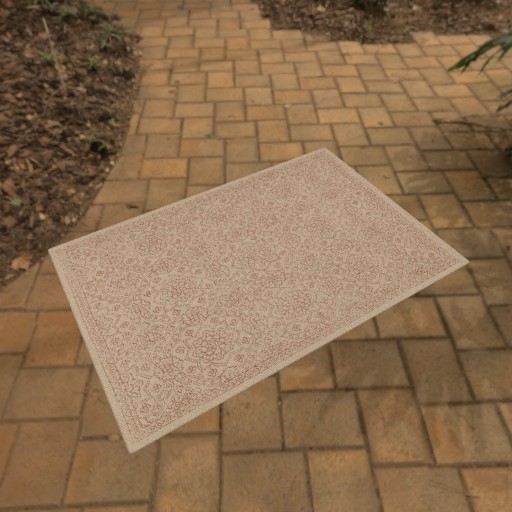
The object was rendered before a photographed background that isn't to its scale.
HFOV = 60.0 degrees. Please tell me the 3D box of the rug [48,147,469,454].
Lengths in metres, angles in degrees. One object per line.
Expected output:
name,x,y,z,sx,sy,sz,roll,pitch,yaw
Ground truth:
rug,0.000,0.000,2.303,1.829,0.010,1.219,-24,52,-21
